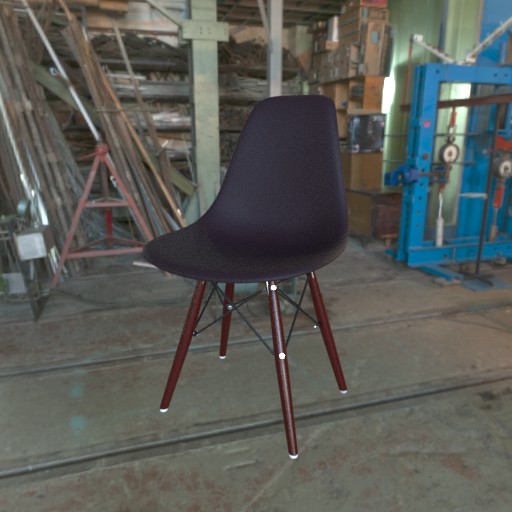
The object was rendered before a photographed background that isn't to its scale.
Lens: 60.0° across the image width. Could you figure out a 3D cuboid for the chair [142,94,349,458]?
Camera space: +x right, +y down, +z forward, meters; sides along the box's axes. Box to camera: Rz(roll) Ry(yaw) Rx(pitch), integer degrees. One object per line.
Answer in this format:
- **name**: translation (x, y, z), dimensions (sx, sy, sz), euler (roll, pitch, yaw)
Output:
- **chair**: translation (0.000, 0.000, 1.152), dimensions (0.470, 0.826, 0.533), euler (8, 17, 26)
